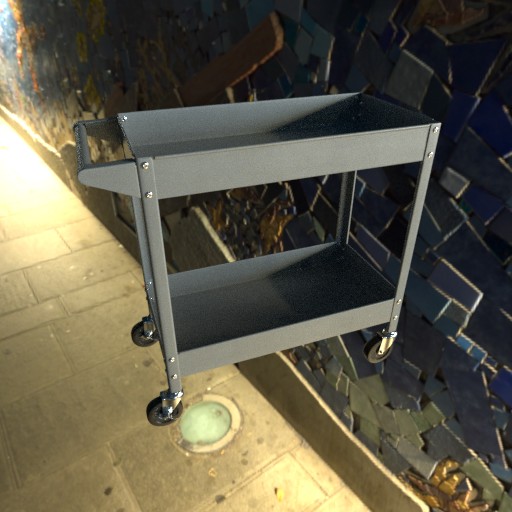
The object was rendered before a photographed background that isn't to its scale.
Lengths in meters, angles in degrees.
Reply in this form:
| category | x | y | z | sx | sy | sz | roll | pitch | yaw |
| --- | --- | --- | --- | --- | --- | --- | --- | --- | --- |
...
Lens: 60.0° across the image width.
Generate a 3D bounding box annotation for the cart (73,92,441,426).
| category | x | y | z | sx | sy | sz | roll | pitch | yaw |
| --- | --- | --- | --- | --- | --- | --- | --- | --- | --- |
| cart | 0.000 | 0.000 | 1.186 | 0.779 | 0.719 | 0.366 | -11 | 34 | -17 |
